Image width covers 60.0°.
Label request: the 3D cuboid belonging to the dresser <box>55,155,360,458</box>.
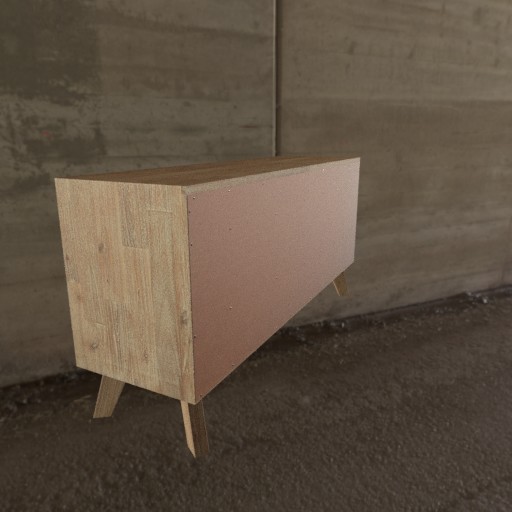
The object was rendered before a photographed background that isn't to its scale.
[{"bbox_3d":[0.000,0.000,1.941,0.455,0.788,1.602,8,17,26],"label":"dresser"}]
